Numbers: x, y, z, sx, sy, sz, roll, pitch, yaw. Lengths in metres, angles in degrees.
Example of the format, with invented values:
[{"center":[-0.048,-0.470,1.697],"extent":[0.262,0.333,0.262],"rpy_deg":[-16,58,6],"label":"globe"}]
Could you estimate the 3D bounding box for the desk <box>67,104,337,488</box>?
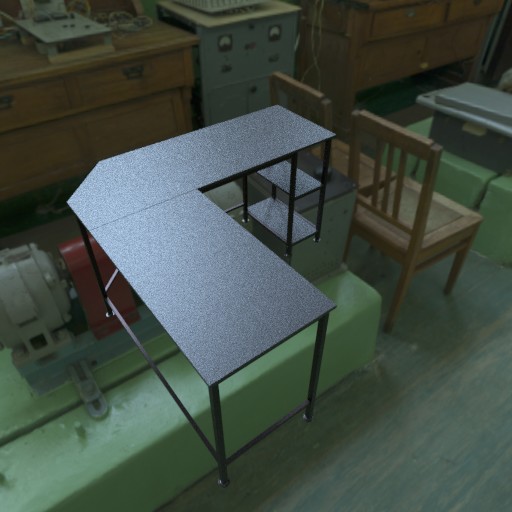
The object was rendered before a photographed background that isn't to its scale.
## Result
[{"center":[0.000,0.000,2.204],"extent":[1.379,0.739,1.379],"rpy_deg":[-27,48,-27],"label":"desk"}]
